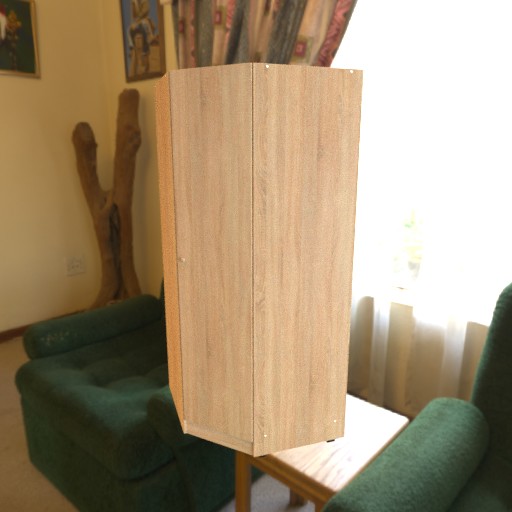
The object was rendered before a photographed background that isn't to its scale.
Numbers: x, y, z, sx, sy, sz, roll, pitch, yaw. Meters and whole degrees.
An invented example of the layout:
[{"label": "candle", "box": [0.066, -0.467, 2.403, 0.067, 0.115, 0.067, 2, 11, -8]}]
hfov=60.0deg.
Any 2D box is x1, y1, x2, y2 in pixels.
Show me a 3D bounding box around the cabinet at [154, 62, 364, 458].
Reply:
[{"label": "cabinet", "box": [0.000, 0.000, 2.863, 1.327, 2.120, 1.094, 7, 15, 26]}]
